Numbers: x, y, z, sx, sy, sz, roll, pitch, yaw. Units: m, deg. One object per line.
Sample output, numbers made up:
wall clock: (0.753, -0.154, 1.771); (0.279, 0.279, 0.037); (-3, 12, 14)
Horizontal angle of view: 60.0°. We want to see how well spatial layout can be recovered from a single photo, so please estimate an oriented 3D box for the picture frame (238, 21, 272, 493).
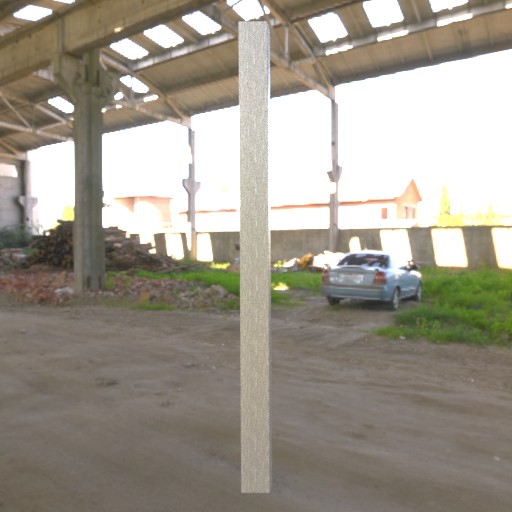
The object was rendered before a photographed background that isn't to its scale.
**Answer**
picture frame: (0.000, 0.000, 0.519); (0.027, 0.378, 0.327); (0, 1, 0)
